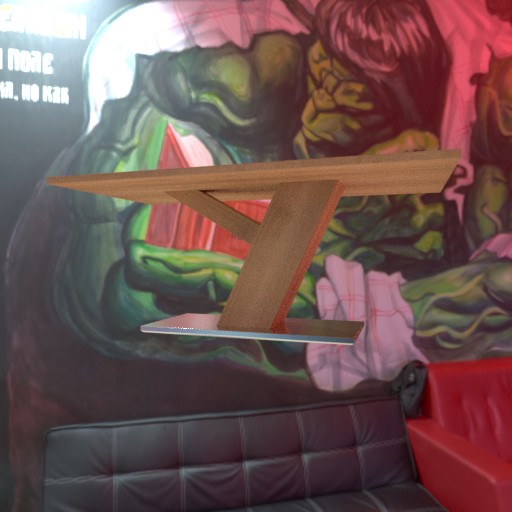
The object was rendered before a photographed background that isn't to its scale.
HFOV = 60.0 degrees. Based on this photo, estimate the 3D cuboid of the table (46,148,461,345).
[{"bbox_3d":[0.000,0.000,2.251,1.800,0.750,0.900,0,0,18],"label":"table"}]
